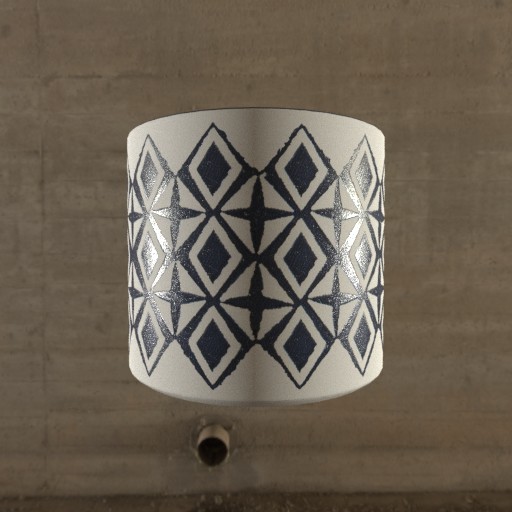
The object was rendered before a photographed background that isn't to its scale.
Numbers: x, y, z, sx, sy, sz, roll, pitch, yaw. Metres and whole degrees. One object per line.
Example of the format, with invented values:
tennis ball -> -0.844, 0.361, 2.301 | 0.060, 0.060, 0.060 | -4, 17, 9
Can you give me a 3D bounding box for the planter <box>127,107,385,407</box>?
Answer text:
planter -> 0.000, 0.000, 0.286 | 0.159, 0.144, 0.159 | 0, 2, 0
